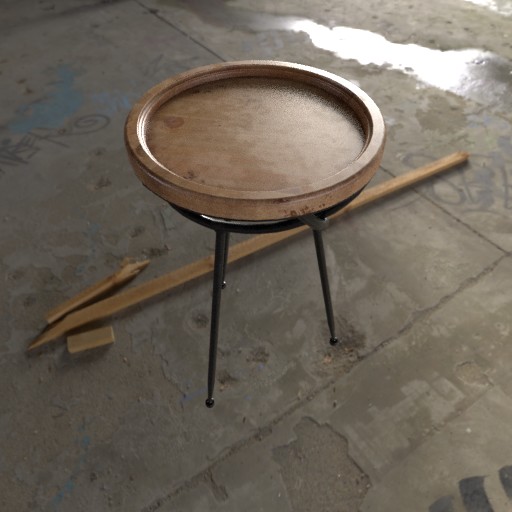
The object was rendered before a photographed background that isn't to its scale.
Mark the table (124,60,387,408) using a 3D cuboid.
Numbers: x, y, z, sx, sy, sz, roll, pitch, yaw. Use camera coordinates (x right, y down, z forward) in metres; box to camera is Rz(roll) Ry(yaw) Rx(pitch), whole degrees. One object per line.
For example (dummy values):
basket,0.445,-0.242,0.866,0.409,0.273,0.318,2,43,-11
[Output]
table,0.000,0.000,0.947,0.414,0.664,0.418,-11,49,-10
